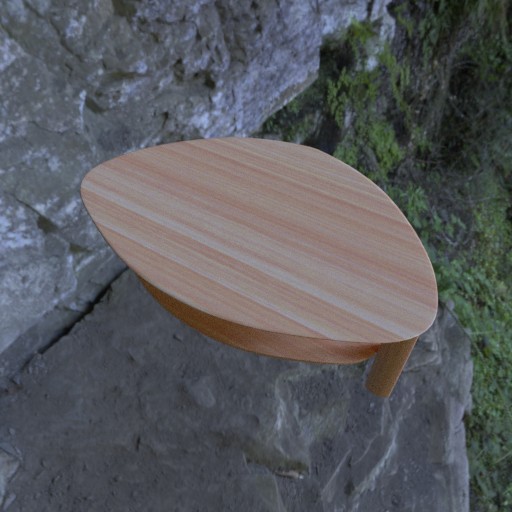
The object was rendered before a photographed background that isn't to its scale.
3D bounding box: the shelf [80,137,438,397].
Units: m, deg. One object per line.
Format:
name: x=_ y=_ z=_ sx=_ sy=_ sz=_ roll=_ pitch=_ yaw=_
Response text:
shelf: x=0.000 y=0.000 z=1.610 sx=1.246 sy=0.440 sz=0.845 roll=24 pitch=52 yaw=21
